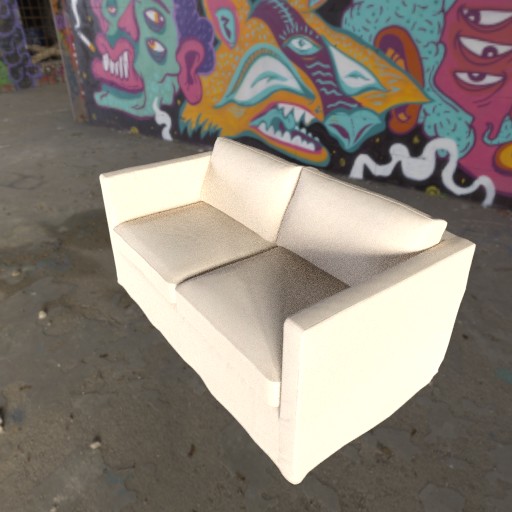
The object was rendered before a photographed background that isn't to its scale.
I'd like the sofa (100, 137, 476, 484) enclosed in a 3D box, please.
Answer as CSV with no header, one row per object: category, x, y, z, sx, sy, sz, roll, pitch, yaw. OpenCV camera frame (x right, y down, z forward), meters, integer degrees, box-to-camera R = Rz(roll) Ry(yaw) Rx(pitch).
sofa,0.000,0.000,2.268,0.962,0.834,1.746,-20,36,-31
